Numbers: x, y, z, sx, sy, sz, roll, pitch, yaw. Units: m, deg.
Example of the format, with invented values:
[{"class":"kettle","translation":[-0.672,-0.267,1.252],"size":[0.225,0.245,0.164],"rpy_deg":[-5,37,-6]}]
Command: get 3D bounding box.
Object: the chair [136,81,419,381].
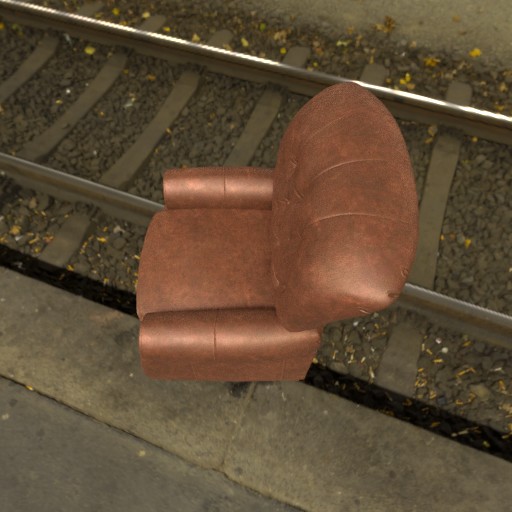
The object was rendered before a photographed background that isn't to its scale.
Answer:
[{"class":"chair","translation":[0.000,0.000,1.911],"size":[1.031,1.162,0.979],"rpy_deg":[0,57,0]}]
